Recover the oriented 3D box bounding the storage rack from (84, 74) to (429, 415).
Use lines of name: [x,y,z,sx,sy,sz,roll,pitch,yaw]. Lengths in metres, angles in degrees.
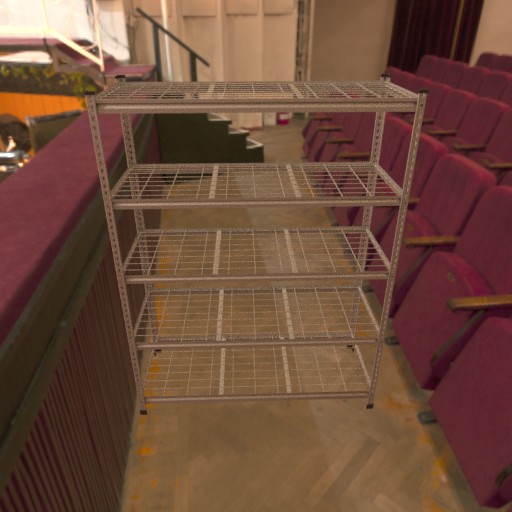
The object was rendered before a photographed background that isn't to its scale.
storage rack: [0.000,0.000,2.684,1.524,1.981,0.610,-1,28,-2]
